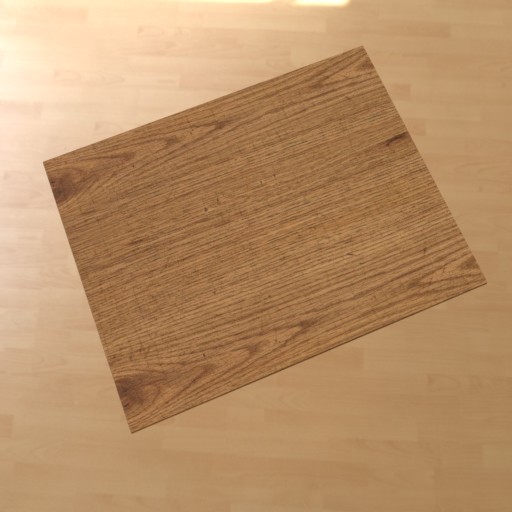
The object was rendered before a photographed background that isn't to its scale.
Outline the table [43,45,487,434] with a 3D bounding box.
[{"bbox_3d":[0.000,0.000,1.034,0.601,0.625,0.494,-22,78,-5],"label":"table"}]
